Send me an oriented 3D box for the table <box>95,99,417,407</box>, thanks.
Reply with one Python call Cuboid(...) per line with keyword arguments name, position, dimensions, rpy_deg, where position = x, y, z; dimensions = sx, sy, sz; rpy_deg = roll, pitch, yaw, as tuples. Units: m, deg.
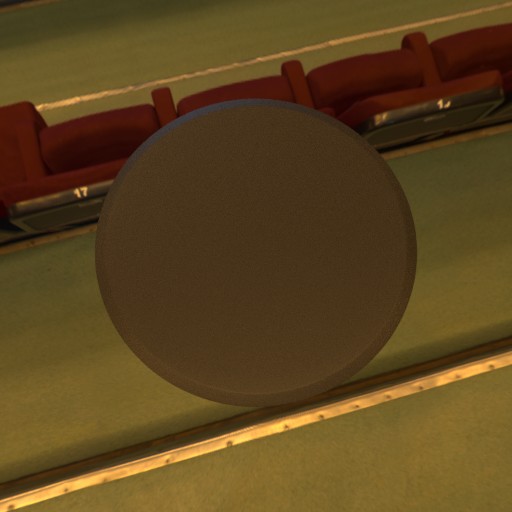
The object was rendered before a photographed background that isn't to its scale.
Cuboid(name="table", position=(0.000, 0.000, 1.426), dimensions=(0.900, 0.400, 0.900), rpy_deg=(0, 74, 0))
